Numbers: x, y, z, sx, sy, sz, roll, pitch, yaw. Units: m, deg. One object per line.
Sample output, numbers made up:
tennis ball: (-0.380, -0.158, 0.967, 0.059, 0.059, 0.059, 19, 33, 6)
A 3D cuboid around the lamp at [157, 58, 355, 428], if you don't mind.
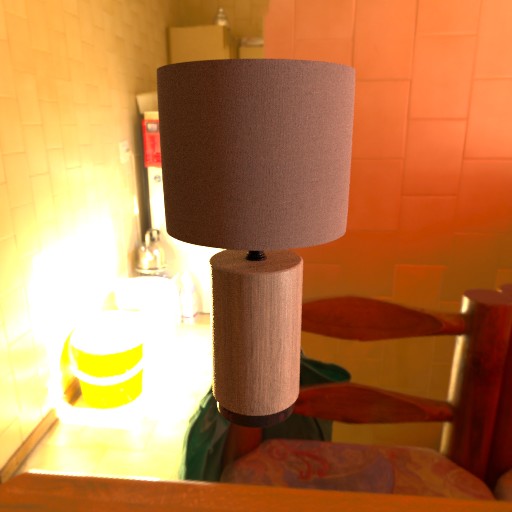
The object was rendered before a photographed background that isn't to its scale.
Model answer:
lamp: (0.000, 0.000, 0.578, 0.228, 0.444, 0.228, -8, 18, -25)
